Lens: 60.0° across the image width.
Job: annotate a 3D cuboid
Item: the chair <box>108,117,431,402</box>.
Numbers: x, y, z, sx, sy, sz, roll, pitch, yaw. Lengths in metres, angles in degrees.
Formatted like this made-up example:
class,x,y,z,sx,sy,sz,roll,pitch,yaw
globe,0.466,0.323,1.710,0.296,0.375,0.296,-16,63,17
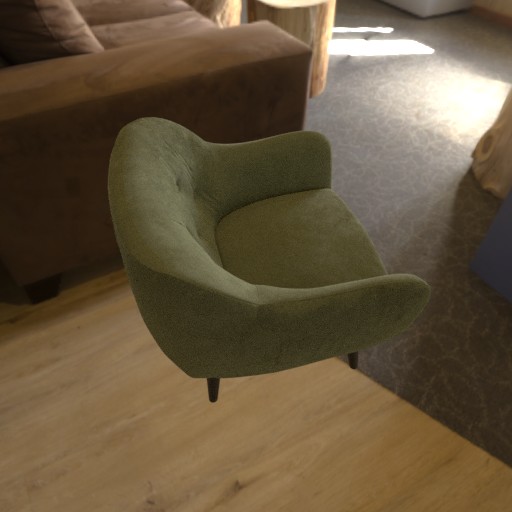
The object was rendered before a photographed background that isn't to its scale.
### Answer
class,x,y,z,sx,sy,sz,roll,pitch,yaw
chair,0.000,0.000,1.525,0.819,0.804,0.840,-10,47,-10
